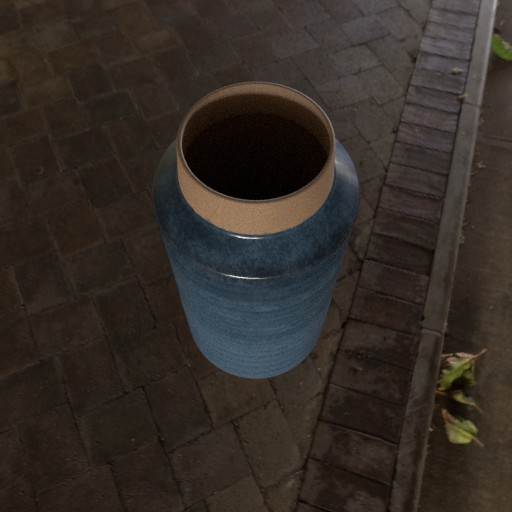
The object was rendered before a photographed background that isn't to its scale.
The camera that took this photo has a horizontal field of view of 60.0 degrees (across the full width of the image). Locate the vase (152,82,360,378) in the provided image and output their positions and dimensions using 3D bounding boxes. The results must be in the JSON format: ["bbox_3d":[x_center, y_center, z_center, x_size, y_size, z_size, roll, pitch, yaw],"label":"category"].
[{"bbox_3d":[0.000,0.000,0.407,0.163,0.316,0.163,0,63,0],"label":"vase"}]
